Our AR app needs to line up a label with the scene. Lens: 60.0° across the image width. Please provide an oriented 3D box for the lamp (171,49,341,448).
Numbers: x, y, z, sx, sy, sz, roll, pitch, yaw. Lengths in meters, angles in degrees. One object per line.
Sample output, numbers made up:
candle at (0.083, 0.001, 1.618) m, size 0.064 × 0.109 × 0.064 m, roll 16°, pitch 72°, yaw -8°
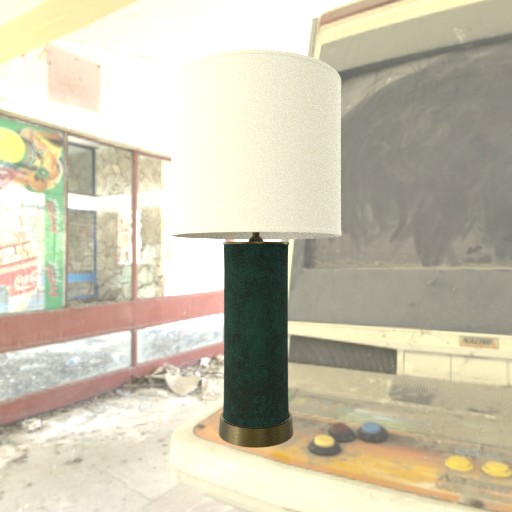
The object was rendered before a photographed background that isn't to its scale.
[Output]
lamp at (0.000, 0.000, 0.795) m, size 0.301 × 0.630 × 0.301 m, roll 0°, pitch 0°, yaw -36°
